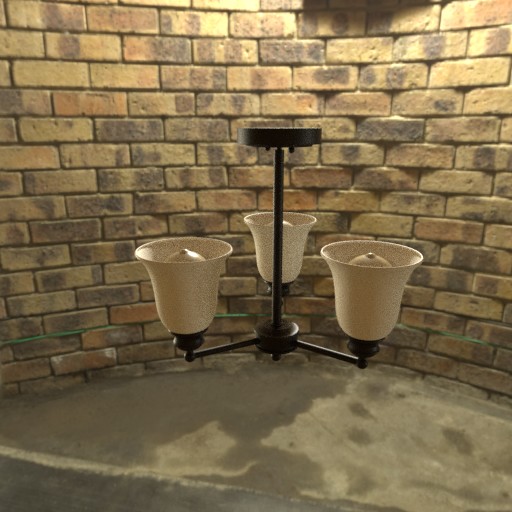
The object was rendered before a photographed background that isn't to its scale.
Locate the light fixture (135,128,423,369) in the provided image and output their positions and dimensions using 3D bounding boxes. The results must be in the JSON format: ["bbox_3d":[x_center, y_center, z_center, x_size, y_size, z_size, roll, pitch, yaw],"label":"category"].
[{"bbox_3d":[0.000,0.000,0.667,0.354,0.370,0.388,-8,18,-25],"label":"light fixture"}]
